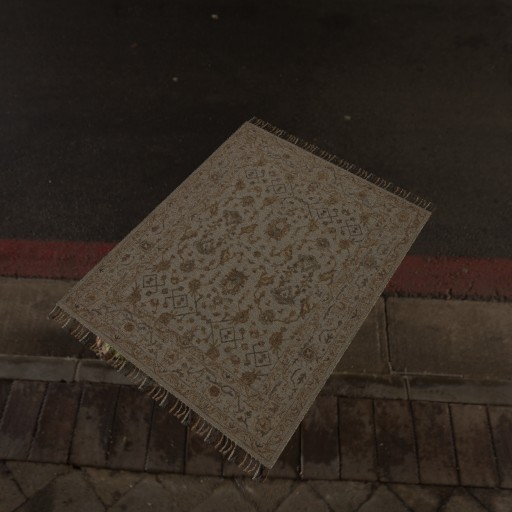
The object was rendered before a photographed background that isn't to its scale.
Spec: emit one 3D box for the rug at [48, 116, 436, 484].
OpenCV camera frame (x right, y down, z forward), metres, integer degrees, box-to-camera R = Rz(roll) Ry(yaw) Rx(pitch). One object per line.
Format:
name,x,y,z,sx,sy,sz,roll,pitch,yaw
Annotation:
rug,0.000,0.000,2.319,1.278,0.009,1.726,31,63,18
